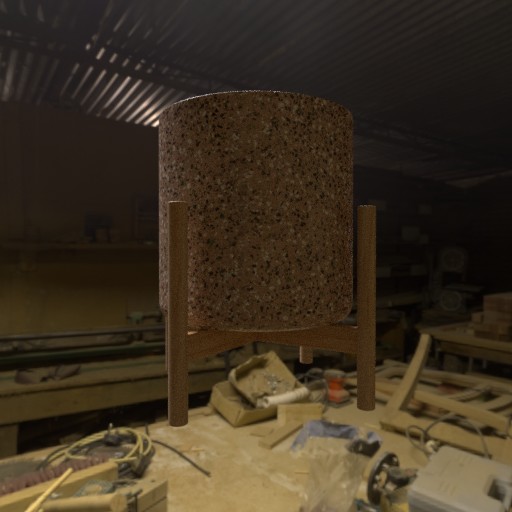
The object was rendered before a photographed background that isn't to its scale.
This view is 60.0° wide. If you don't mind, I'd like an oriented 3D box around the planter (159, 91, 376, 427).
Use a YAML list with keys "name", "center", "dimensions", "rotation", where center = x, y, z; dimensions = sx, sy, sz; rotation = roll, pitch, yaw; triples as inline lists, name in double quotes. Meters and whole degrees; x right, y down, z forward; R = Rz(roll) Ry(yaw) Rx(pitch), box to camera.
- name: "planter"
  center: [0.000, 0.000, 0.710]
  dimensions: [0.360, 0.419, 0.360]
  rotation: [-1, 1, -35]
